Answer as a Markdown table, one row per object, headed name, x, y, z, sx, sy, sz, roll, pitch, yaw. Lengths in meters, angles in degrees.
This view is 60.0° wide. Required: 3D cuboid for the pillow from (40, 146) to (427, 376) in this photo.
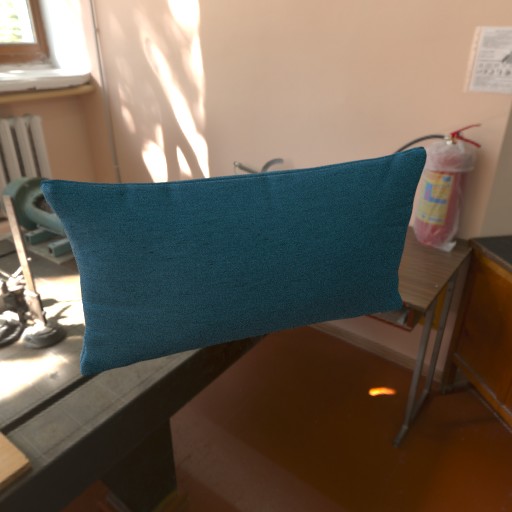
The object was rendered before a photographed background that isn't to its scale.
| name | x | y | z | sx | sy | sz | roll | pitch | yaw |
| --- | --- | --- | --- | --- | --- | --- | --- | --- | --- |
| pillow | 0.000 | 0.000 | 0.774 | 0.633 | 0.338 | 0.210 | -9 | 28 | -17 |
